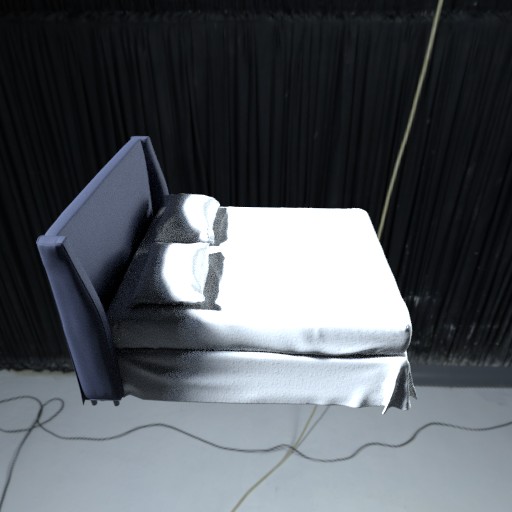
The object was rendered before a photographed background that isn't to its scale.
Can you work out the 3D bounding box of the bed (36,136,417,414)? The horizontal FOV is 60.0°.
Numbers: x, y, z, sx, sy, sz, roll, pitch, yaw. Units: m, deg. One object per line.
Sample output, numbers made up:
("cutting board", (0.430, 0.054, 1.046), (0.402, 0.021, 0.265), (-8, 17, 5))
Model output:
("bed", (0.000, 0.000, 3.432), (2.276, 1.332, 1.925), (1, 32, 2))
